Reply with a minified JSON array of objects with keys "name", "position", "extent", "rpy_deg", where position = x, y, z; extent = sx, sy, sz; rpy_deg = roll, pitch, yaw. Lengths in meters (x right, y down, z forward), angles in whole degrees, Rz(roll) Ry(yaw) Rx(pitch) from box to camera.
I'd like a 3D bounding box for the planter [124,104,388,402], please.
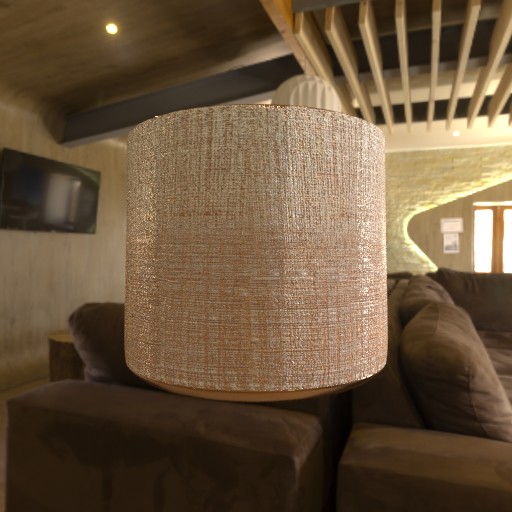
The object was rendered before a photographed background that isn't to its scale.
[{"name":"planter","position":[0.000,0.000,0.312],"extent":[0.177,0.157,0.177],"rpy_deg":[0,0,0]}]
